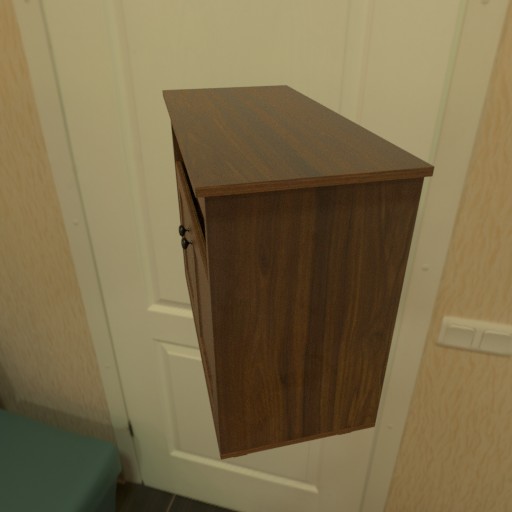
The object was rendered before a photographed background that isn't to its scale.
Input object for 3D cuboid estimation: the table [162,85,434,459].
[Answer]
[{"bbox_3d":[0.000,0.000,1.183,0.390,0.725,0.802,-7,31,-12],"label":"table"}]
